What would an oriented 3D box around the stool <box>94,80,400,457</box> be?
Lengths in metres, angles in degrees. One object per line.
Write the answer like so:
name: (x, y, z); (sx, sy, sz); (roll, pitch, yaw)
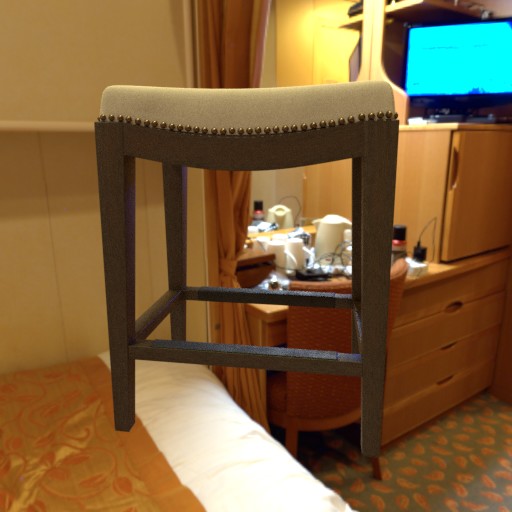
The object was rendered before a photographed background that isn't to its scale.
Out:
stool: (0.000, 0.000, 0.919); (0.500, 0.642, 0.361); (2, 15, 9)
